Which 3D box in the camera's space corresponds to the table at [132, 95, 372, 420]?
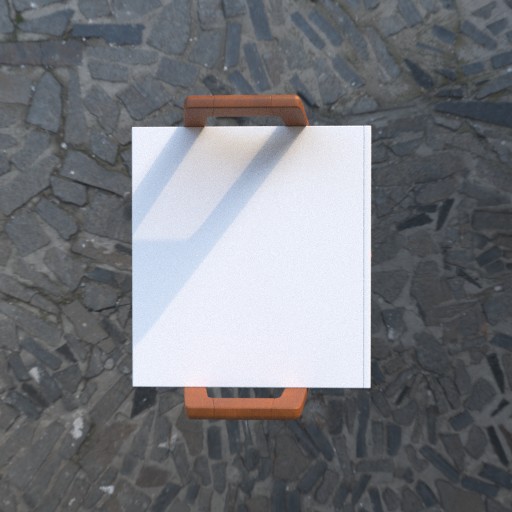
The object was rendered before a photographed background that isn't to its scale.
[{"bbox_3d":[0.000,0.000,0.920,0.405,0.610,0.457,0,91,1],"label":"table"}]
